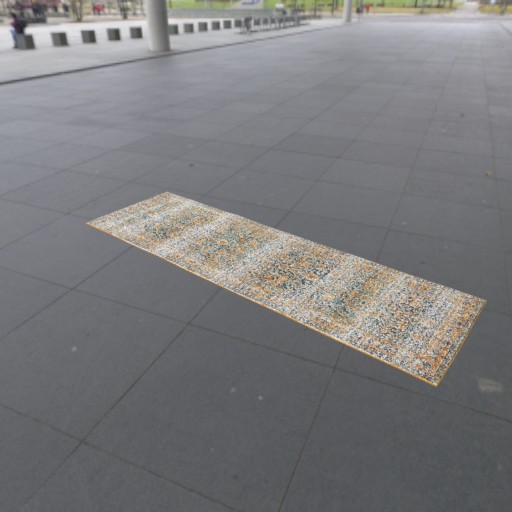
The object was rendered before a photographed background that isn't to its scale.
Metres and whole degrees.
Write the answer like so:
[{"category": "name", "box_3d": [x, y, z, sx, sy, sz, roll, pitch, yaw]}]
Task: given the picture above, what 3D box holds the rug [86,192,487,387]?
[{"category": "rug", "box_3d": [0.000, 0.000, 2.517, 2.294, 0.014, 0.704, 21, 36, 33]}]
